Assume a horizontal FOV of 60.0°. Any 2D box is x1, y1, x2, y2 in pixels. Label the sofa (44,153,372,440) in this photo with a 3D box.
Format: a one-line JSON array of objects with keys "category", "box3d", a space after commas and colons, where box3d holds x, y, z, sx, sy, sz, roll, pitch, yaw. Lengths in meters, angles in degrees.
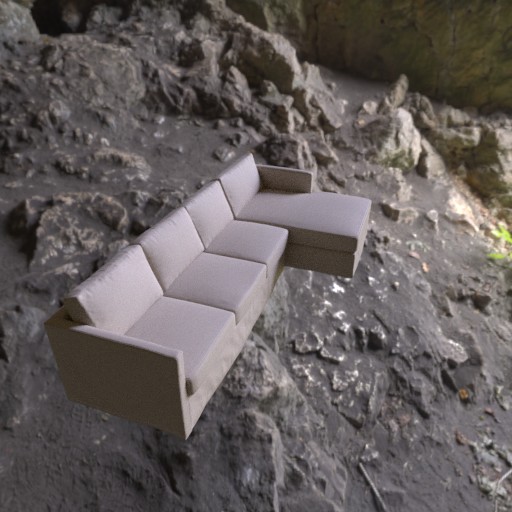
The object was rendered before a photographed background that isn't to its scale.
[{"category": "sofa", "box3d": [0.000, 0.000, 3.875, 1.622, 0.871, 3.206, 11, 32, 17]}]
